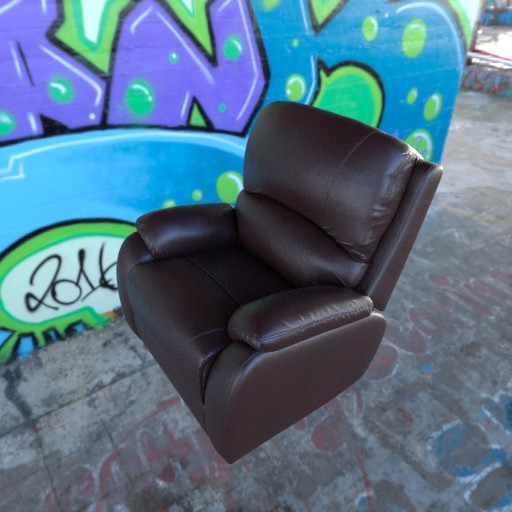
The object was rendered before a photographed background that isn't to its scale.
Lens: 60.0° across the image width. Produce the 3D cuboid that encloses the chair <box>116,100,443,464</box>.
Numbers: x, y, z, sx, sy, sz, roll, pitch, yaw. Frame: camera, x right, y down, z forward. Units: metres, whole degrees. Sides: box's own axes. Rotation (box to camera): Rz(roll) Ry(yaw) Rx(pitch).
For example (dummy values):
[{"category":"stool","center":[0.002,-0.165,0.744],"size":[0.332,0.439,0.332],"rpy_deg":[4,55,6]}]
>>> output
[{"category":"chair","center":[0.000,0.000,1.723],"size":[0.899,1.011,0.930],"rpy_deg":[-21,38,-29]}]
